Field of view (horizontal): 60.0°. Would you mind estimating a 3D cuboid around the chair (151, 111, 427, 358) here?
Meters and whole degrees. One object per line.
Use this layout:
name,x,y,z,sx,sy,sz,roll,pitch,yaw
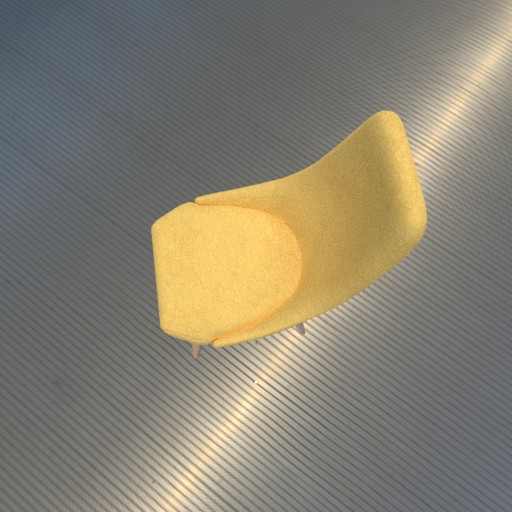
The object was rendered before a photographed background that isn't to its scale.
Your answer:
chair,0.000,0.000,1.383,0.660,1.040,0.510,-8,74,-2
